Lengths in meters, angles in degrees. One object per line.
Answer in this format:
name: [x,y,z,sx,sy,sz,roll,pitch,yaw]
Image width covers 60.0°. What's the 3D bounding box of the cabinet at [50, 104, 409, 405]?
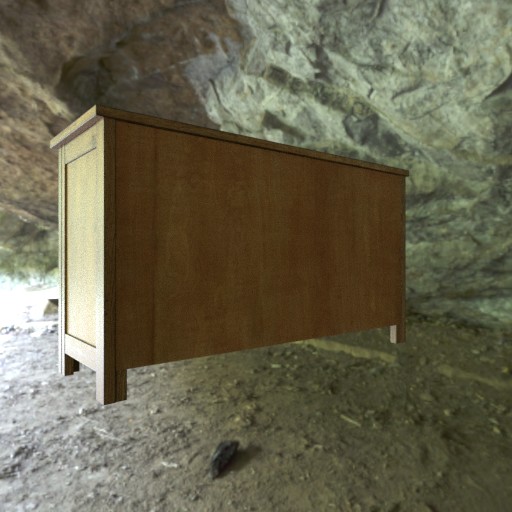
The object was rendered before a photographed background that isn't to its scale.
cabinet: [0.000,0.000,1.831,1.474,0.813,0.480,0,0,-38]
